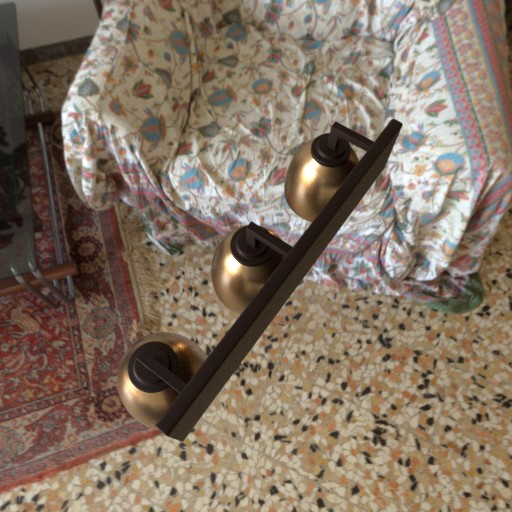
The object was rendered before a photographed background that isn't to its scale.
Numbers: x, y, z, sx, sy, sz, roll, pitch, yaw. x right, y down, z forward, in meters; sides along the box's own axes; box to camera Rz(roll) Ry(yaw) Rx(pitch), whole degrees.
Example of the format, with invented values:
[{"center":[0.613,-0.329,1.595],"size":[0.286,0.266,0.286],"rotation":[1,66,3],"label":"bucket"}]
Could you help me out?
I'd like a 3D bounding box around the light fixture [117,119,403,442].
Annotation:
[{"center":[0.000,0.000,0.685],"size":[0.157,0.204,0.582],"rotation":[33,69,15],"label":"light fixture"}]
